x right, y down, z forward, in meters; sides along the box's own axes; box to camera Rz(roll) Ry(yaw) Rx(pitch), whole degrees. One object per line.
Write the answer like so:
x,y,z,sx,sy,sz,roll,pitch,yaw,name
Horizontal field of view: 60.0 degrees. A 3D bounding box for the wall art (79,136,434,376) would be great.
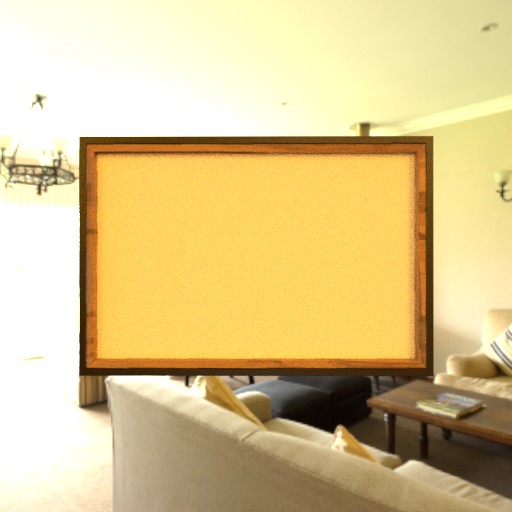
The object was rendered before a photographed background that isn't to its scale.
0.000,0.000,0.834,0.659,0.446,0.022,0,0,0,wall art
